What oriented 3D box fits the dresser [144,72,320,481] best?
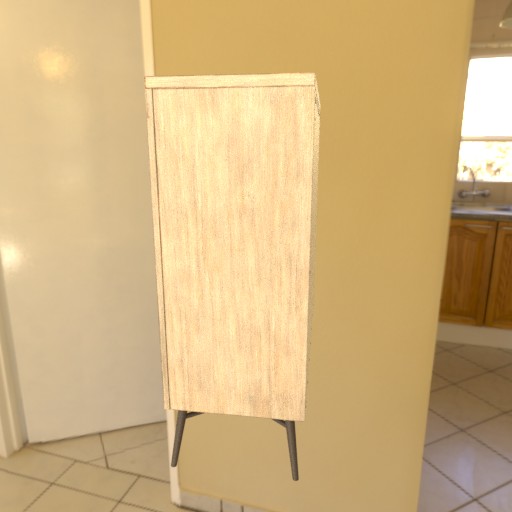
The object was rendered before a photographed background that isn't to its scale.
[{"bbox_3d":[0.000,0.000,1.769,0.457,1.219,1.016,2,15,8],"label":"dresser"}]
